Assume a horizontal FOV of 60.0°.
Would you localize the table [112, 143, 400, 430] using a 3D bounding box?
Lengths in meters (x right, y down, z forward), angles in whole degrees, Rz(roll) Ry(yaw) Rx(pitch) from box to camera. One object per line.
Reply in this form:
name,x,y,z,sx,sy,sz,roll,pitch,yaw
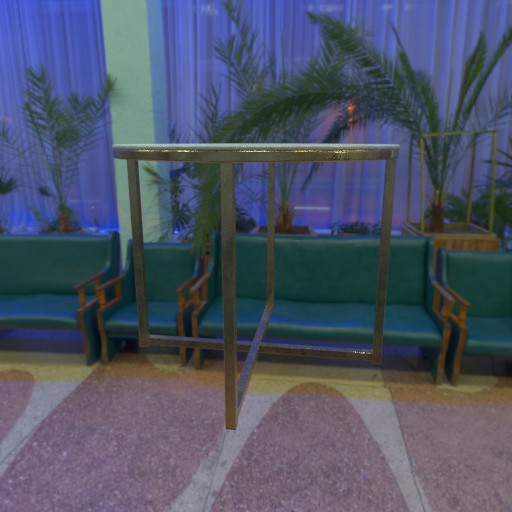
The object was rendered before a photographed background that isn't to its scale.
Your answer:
table,0.000,0.000,0.860,0.500,0.420,0.500,0,15,0
